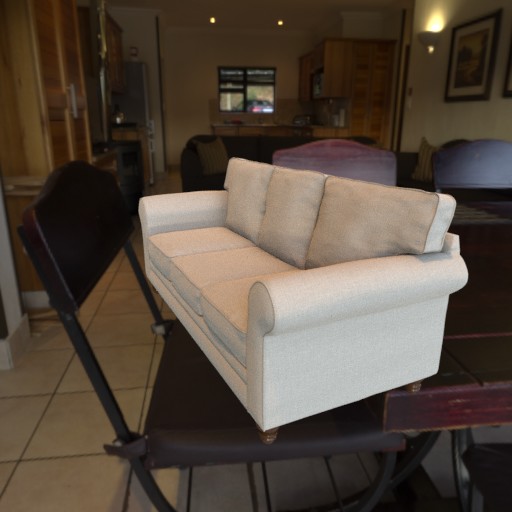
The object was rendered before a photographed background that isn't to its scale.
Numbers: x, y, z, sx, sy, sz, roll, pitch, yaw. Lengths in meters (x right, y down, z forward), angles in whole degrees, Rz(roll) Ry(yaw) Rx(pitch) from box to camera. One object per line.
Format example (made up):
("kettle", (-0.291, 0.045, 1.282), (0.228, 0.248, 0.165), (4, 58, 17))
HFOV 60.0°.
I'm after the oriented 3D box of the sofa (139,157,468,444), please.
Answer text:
("sofa", (0.000, 0.000, 2.522), (0.916, 0.961, 2.084), (-8, 19, -25))
